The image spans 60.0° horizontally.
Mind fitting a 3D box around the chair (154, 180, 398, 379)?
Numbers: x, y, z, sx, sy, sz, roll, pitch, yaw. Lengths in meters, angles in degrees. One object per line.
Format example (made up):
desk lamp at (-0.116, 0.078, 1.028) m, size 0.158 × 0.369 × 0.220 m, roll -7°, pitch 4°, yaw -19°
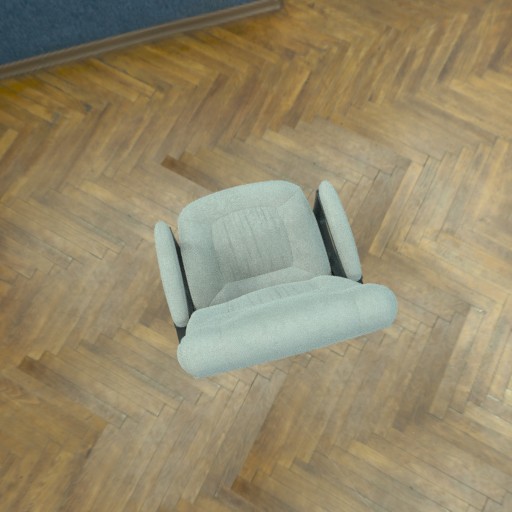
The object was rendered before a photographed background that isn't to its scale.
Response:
chair at (0.000, 0.000, 1.551) m, size 0.667 × 1.105 × 0.724 m, roll -14°, pitch 76°, yaw -4°
